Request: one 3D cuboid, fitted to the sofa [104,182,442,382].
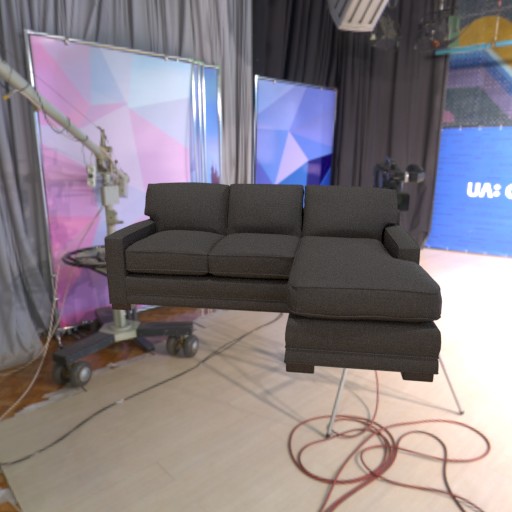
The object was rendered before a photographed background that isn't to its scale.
[{"bbox_3d":[0.000,0.000,3.379,2.370,0.973,1.790,2,14,8],"label":"sofa"}]
